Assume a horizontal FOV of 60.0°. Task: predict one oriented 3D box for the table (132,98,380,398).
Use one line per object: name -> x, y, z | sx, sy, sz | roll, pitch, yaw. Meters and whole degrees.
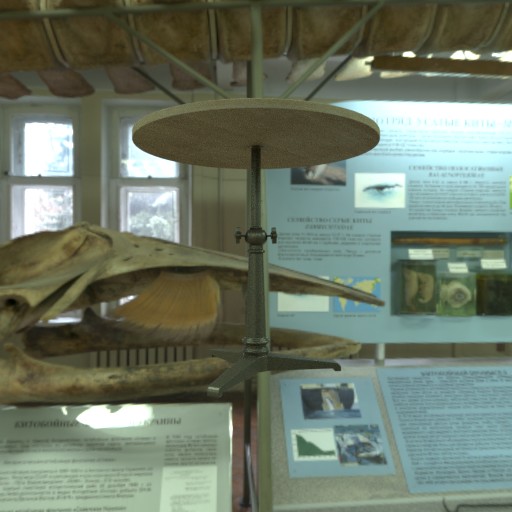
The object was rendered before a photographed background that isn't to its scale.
table -> 0.000, 0.000, 1.487 | 0.800, 0.780, 0.800 | 0, 0, 0
